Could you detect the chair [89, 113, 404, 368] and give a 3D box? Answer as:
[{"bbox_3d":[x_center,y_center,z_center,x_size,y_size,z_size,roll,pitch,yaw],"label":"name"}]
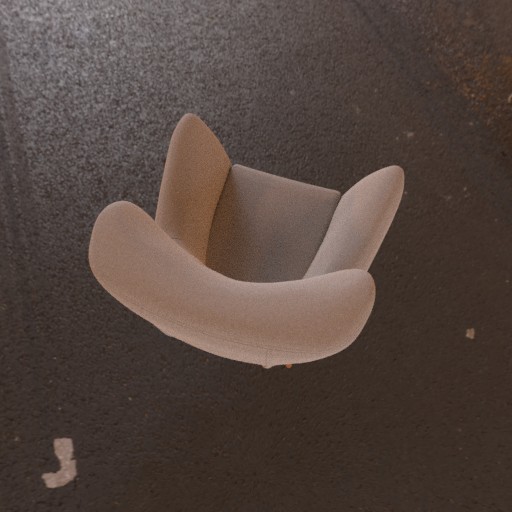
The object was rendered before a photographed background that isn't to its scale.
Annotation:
[{"bbox_3d":[0.000,0.000,1.649,0.890,0.889,0.889,17,65,8],"label":"chair"}]
